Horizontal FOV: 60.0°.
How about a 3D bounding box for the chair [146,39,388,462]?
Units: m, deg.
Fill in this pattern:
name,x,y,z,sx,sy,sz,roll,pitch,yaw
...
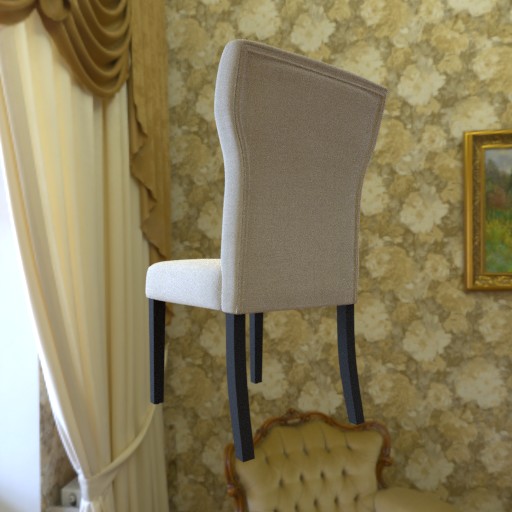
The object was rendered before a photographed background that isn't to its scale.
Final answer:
name,x,y,z,sx,sy,sz,roll,pitch,yaw
chair,0.000,0.000,1.285,0.509,0.921,0.597,0,0,-36
